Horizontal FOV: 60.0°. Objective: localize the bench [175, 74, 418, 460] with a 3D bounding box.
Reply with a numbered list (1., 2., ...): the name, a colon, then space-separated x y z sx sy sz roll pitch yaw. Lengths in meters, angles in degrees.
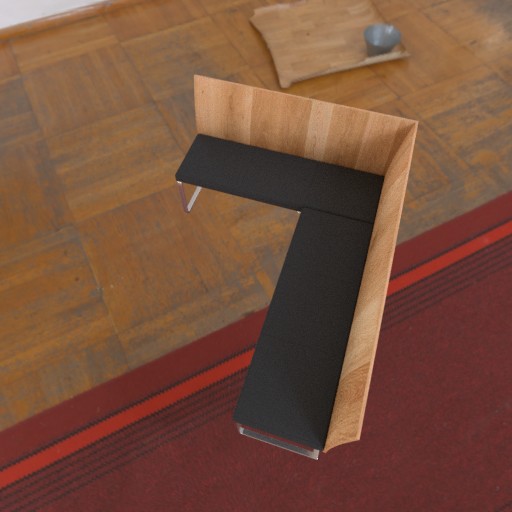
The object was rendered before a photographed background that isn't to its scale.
1. bench: 0.000 0.000 2.779 1.495 0.930 1.945 15 60 9
